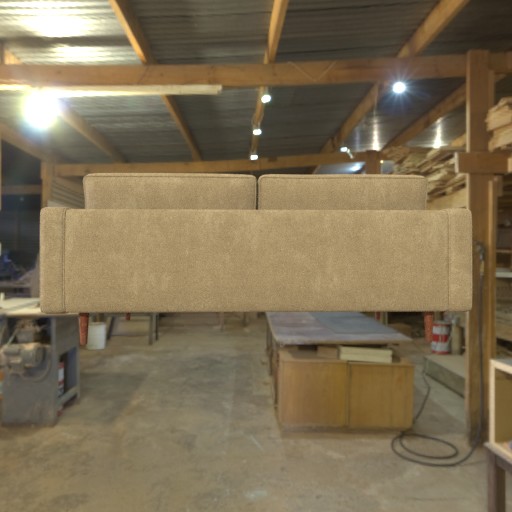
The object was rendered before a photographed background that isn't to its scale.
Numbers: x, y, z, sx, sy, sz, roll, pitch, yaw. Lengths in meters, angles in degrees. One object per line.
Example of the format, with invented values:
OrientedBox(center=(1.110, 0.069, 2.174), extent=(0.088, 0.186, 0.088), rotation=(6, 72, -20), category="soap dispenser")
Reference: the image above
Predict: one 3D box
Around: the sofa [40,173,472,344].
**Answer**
OrientedBox(center=(0.000, 0.000, 2.325), extent=(1.883, 0.769, 0.920), rotation=(0, 0, -2), category="sofa")
